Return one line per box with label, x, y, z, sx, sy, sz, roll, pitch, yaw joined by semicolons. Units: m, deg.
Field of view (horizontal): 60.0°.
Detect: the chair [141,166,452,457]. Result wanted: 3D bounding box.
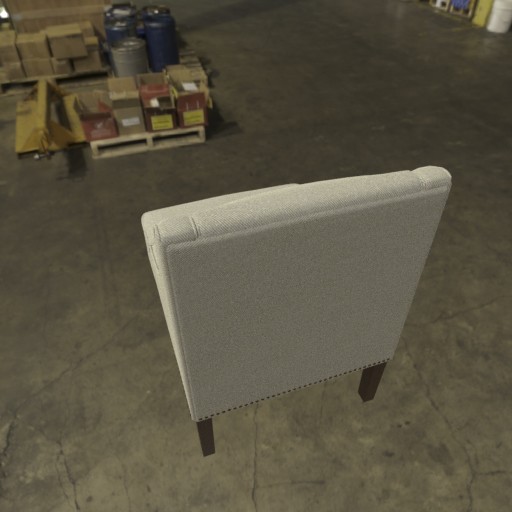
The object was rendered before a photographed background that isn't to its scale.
chair;0.000;0.000;1.381;0.628;0.872;0.748;-13;43;-14
